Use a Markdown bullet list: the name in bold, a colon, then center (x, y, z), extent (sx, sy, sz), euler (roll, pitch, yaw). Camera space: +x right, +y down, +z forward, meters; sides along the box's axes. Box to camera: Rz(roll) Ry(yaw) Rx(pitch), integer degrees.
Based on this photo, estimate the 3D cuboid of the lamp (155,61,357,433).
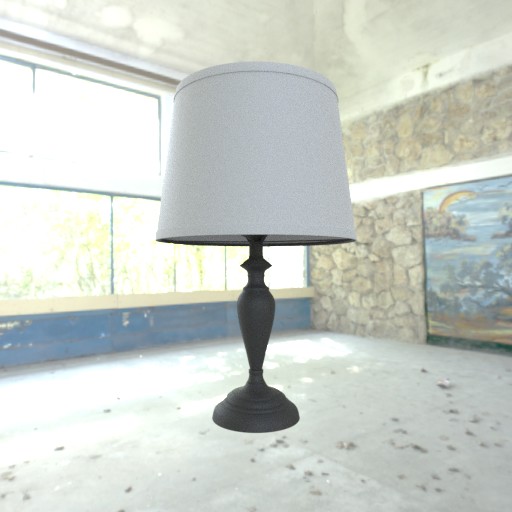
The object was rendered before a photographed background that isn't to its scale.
- **lamp**: center (0.000, 0.000, 0.696), extent (0.310, 0.501, 0.310), euler (0, -2, 0)
